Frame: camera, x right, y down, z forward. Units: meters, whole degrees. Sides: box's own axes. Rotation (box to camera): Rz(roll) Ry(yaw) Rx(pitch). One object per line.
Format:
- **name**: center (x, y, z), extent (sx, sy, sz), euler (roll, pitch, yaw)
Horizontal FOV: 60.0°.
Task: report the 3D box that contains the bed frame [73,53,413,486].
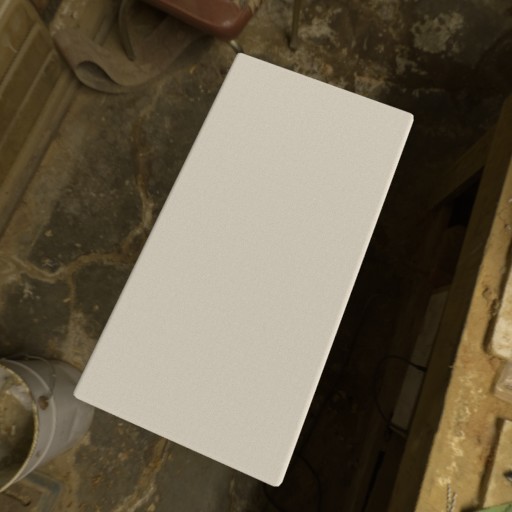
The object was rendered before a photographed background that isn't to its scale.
- **bed frame**: center (0.000, 0.000, 3.222), extent (1.393, 0.680, 2.635), euler (22, 78, 5)
